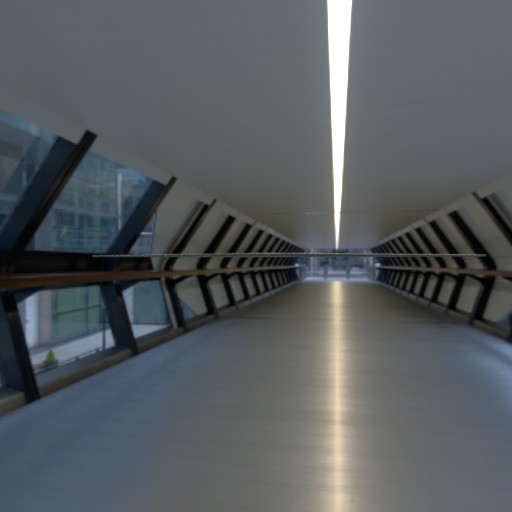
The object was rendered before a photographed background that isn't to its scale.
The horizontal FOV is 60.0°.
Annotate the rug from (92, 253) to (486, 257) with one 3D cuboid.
[{"bbox_3d":[0.000,0.000,2.300,1.175,0.008,1.783,0,0,-35],"label":"rug"}]
